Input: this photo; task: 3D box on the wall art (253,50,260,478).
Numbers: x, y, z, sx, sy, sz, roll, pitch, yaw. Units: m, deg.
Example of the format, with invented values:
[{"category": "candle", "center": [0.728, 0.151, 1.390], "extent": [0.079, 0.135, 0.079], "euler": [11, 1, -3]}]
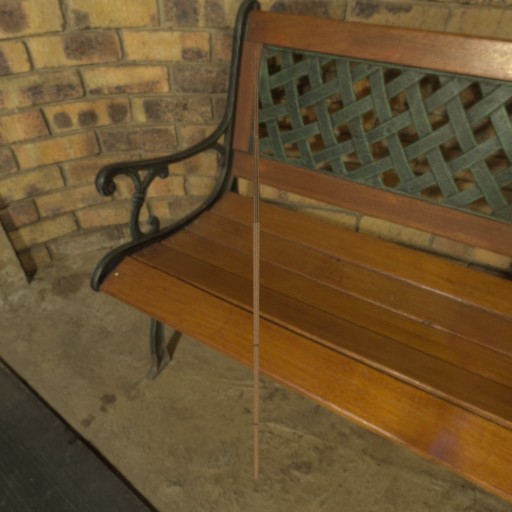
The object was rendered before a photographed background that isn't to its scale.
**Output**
[{"category": "wall art", "center": [0.000, 0.000, 1.340], "extent": [0.010, 0.917, 0.919], "euler": [0, 41, 0]}]
